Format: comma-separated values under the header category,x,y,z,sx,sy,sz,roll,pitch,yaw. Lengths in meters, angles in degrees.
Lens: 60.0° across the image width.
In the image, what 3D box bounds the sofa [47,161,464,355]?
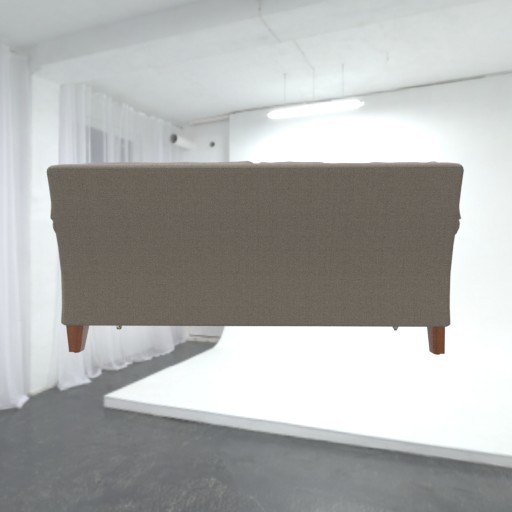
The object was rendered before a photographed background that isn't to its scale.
category,x,y,z,sx,sy,sz,roll,pitch,yaw
sofa,0.000,0.000,2.745,2.160,1.054,1.087,0,0,1
